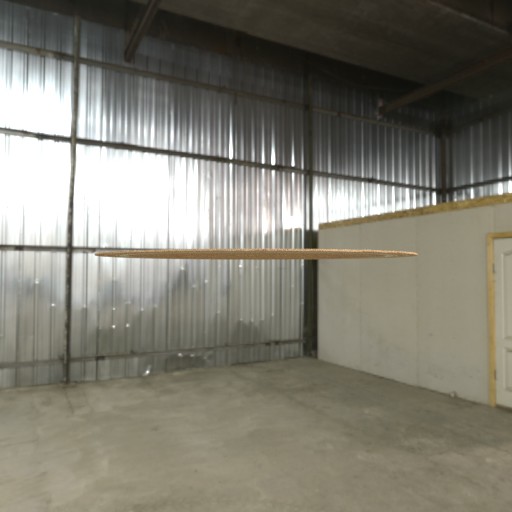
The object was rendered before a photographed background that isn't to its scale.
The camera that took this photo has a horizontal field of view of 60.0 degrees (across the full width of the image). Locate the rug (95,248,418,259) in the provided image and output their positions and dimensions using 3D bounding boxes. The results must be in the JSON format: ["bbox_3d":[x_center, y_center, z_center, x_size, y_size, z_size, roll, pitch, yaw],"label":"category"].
[{"bbox_3d":[0.000,0.000,3.568,2.444,0.015,2.444,0,-2,0],"label":"rug"}]
